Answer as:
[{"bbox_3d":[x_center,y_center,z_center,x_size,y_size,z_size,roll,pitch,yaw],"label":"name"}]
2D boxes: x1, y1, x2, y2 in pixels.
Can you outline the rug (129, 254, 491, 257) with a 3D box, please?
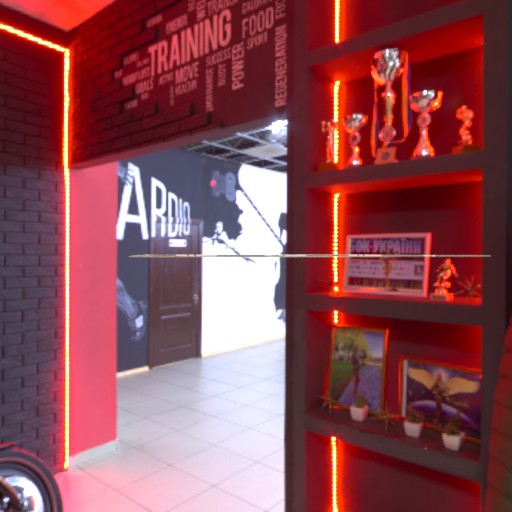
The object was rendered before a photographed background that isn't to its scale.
[{"bbox_3d":[0.000,0.000,2.164,1.142,0.010,1.748,0,0,-18],"label":"rug"}]
